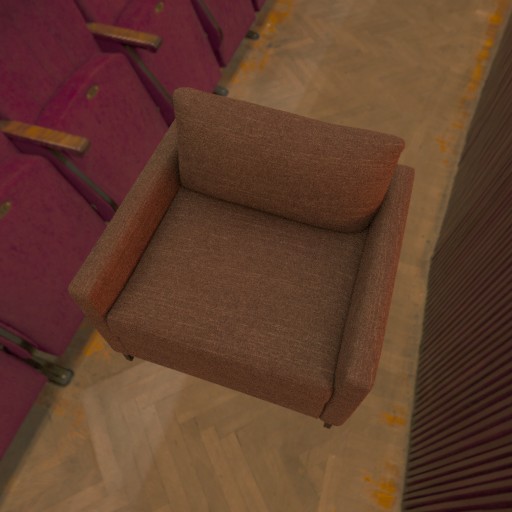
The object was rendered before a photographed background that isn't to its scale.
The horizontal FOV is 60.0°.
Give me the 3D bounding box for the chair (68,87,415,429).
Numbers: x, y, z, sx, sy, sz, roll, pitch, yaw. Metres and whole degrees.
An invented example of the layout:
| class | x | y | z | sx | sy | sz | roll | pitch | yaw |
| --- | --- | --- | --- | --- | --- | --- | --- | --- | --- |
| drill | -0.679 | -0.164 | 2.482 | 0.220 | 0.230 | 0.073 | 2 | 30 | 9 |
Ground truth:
| class | x | y | z | sx | sy | sz | roll | pitch | yaw |
| --- | --- | --- | --- | --- | --- | --- | --- | --- | --- |
| chair | 0.000 | 0.000 | 1.582 | 0.940 | 0.841 | 0.845 | 16 | 59 | 10 |
